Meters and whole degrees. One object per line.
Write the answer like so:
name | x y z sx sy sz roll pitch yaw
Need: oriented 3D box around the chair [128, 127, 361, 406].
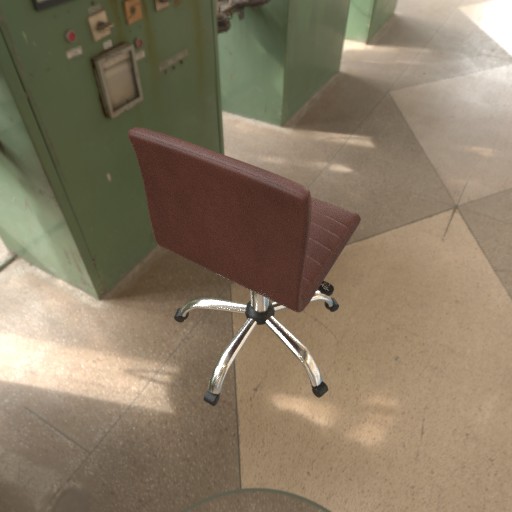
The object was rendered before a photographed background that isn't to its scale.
chair | 0.000 0.000 1.151 0.556 0.780 0.530 24 51 21
